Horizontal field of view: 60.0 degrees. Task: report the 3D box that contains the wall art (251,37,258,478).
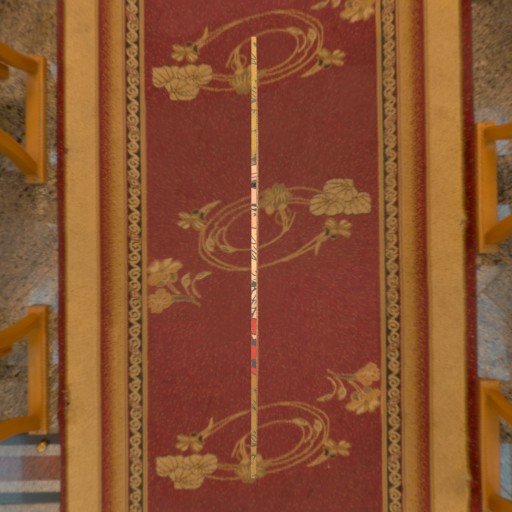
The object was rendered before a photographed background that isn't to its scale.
[{"bbox_3d":[0.000,0.000,1.819,0.013,1.218,1.206,0,91,1],"label":"wall art"}]
